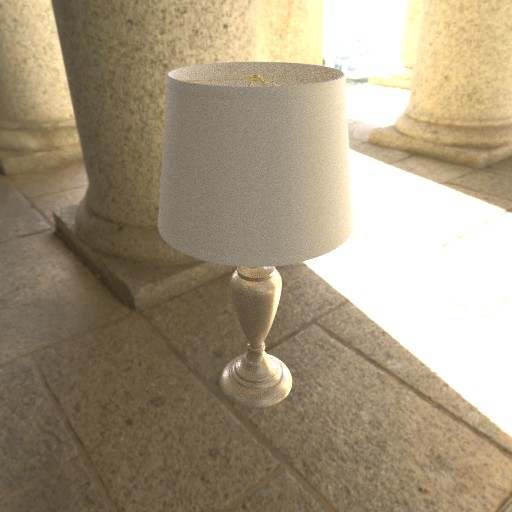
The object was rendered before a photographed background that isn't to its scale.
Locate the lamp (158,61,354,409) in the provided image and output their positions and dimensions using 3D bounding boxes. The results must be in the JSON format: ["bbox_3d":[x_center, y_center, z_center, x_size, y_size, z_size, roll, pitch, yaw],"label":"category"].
[{"bbox_3d":[0.000,0.000,0.792,0.328,0.612,0.328,0,30,0],"label":"lamp"}]
